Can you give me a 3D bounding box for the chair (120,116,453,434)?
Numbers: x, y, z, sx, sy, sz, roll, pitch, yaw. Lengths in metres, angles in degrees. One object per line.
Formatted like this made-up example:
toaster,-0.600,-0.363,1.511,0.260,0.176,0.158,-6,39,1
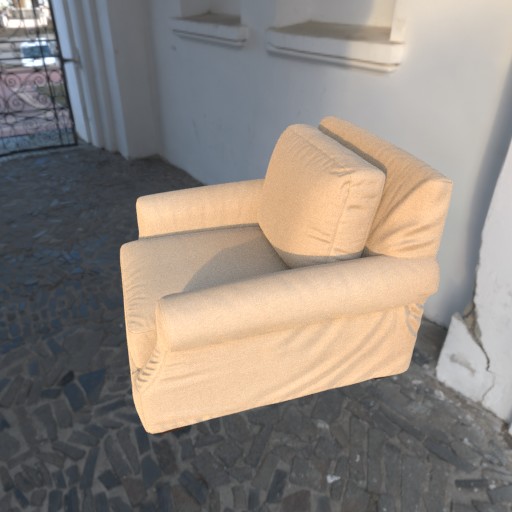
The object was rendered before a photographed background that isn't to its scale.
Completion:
chair,0.000,0.000,1.743,1.066,0.866,0.940,-9,33,-15
